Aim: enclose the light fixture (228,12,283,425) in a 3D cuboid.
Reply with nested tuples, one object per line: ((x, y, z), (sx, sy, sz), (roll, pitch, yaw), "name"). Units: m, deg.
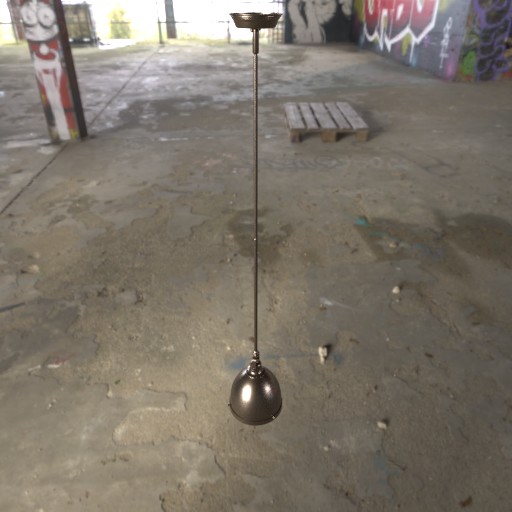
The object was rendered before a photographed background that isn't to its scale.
((0.000, 0.000, 1.422), (0.211, 1.367, 0.217), (8, 32, 13), "light fixture")
